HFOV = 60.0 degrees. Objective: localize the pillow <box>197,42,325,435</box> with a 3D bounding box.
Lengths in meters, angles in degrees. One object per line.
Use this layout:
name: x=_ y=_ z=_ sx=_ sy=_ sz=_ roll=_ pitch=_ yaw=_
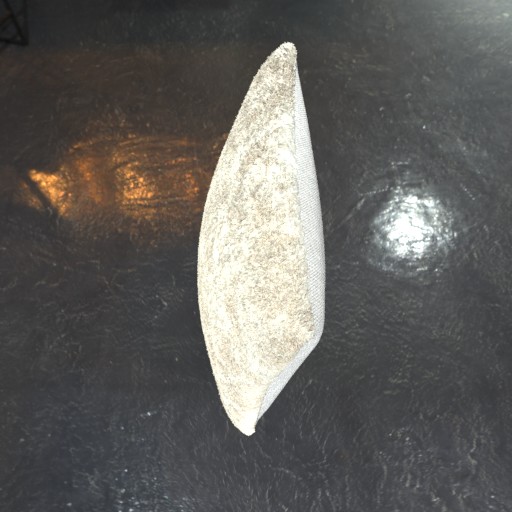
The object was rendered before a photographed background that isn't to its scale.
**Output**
pillow: x=0.000 y=0.000 z=0.806 sx=0.218 sy=0.515 sz=0.529 roll=0 pitch=58 yaw=0
